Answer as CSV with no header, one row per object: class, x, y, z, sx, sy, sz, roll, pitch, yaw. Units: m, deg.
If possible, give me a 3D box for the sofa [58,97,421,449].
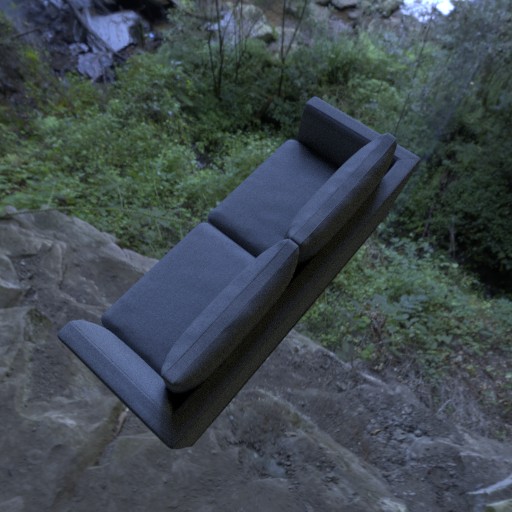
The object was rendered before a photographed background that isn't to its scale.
sofa,0.000,0.000,2.740,0.869,1.002,2.212,37,69,17
